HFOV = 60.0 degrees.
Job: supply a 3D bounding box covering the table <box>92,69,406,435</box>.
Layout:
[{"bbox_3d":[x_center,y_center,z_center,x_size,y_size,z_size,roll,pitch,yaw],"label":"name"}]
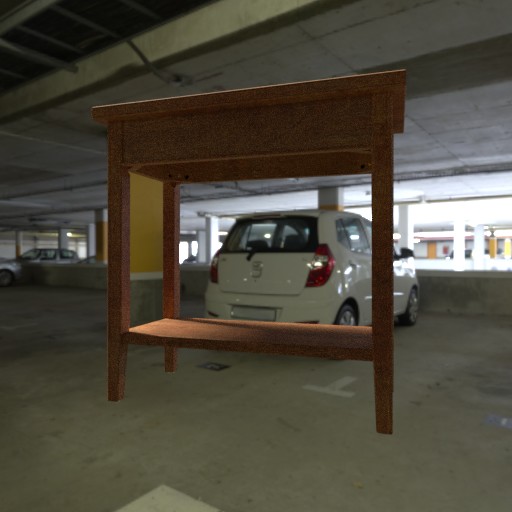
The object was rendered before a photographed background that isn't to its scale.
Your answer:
[{"bbox_3d":[0.000,0.000,0.959,0.610,0.610,0.305,0,0,18],"label":"table"}]
